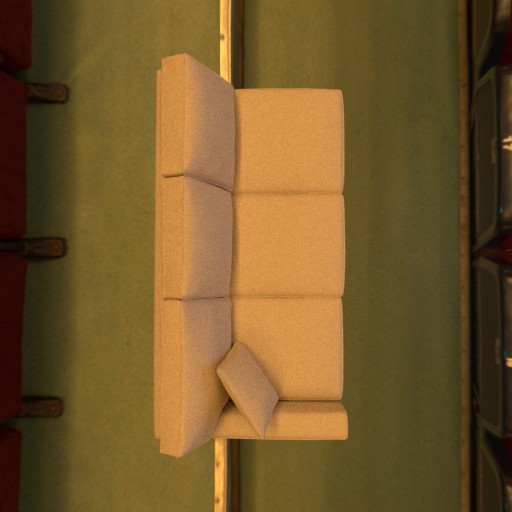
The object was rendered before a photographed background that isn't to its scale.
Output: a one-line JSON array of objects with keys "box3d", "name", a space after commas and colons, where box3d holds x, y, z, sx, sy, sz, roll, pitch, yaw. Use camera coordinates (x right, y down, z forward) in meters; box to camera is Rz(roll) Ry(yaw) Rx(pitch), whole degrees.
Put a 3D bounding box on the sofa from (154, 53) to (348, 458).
[{"box3d": [0.000, 0.000, 2.550, 1.034, 0.946, 1.962, 0, 88, 2], "name": "sofa"}]
